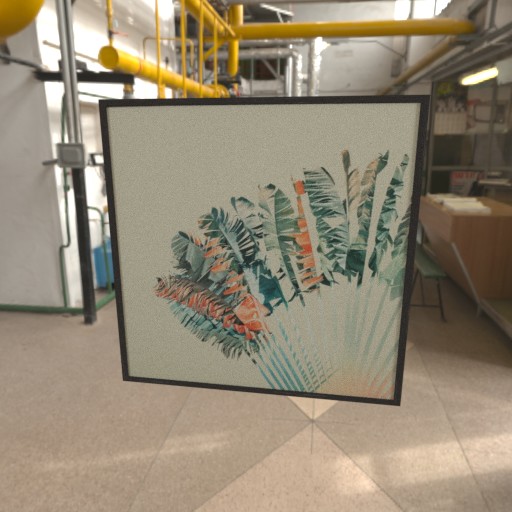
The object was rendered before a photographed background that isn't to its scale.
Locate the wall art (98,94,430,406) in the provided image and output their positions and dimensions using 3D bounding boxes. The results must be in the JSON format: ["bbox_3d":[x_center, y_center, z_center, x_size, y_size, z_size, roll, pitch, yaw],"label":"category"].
[{"bbox_3d":[0.000,0.000,1.125,0.762,0.758,0.043,2,15,9],"label":"wall art"}]
